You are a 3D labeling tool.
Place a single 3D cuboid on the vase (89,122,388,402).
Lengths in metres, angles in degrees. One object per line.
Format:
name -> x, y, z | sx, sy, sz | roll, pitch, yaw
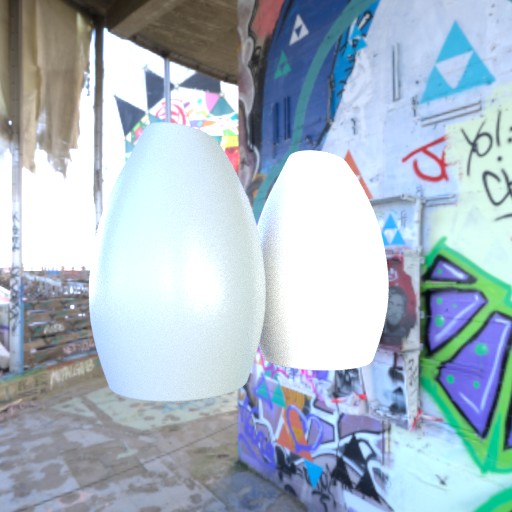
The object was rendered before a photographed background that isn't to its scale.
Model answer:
vase -> 0.000, 0.000, 0.260 | 0.187, 0.131, 0.089 | 0, -1, -36
